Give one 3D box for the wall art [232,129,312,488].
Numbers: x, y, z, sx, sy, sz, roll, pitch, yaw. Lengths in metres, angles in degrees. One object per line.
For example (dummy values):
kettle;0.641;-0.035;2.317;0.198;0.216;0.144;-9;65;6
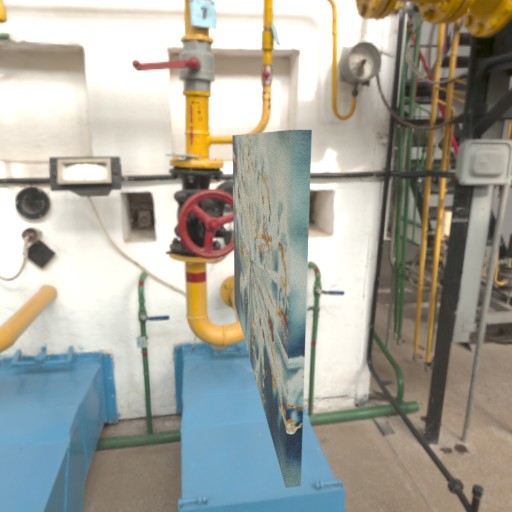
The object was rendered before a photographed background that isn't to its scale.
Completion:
wall art;0.000;0.000;1.427;0.035;0.759;1.138;-2;15;-8
